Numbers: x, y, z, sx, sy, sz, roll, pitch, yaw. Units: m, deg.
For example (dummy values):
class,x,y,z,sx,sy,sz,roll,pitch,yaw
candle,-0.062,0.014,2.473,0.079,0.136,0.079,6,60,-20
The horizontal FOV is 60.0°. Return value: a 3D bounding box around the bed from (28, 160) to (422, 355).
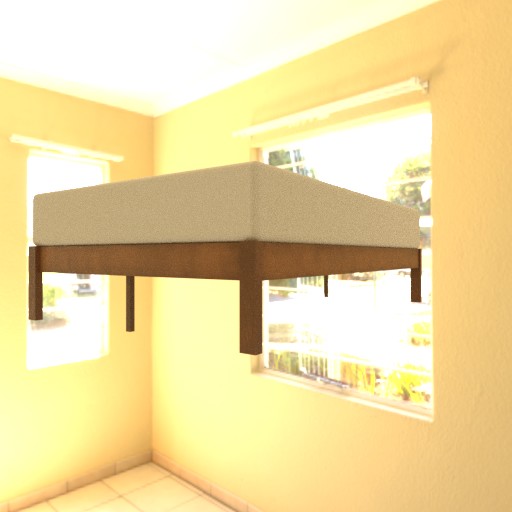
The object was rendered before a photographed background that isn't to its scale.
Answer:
class,x,y,z,sx,sy,sz,roll,pitch,yaw
bed,0.000,0.000,2.553,1.348,0.616,1.927,0,0,35
